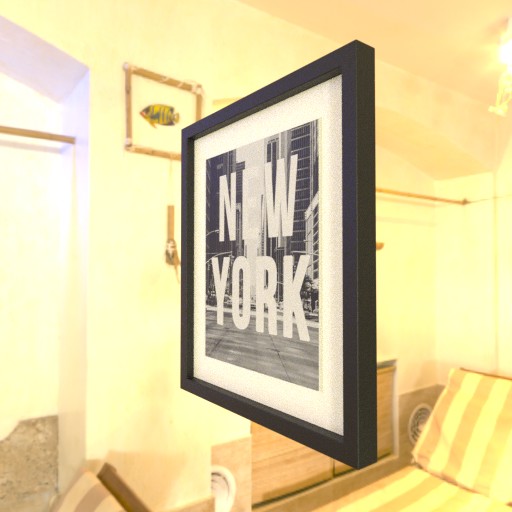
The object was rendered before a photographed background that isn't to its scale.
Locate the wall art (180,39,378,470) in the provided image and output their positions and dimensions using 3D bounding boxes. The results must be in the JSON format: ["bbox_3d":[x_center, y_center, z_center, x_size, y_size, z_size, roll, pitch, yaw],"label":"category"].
[{"bbox_3d":[0.000,0.000,0.529,0.028,0.381,0.328,1,-2,-38],"label":"wall art"}]
